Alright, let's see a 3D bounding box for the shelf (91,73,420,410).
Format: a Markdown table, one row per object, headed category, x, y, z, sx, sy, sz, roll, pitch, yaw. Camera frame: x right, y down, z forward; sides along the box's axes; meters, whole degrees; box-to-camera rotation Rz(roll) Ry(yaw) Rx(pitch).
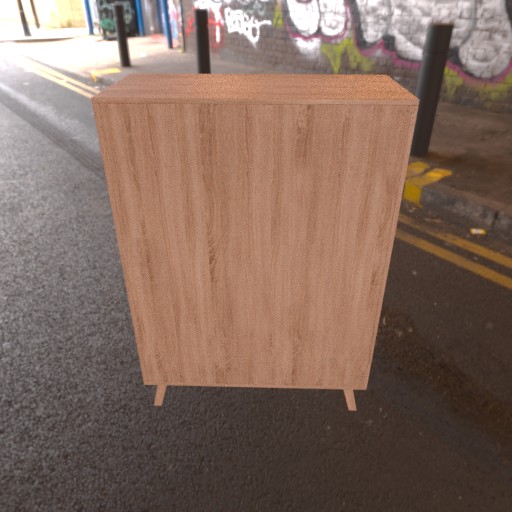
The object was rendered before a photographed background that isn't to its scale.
| category | x | y | z | sx | sy | sz | roll | pitch | yaw |
| --- | --- | --- | --- | --- | --- | --- | --- | --- | --- |
| shelf | 0.000 | 0.000 | 1.898 | 1.000 | 1.390 | 0.450 | 1 | 31 | 2 |
